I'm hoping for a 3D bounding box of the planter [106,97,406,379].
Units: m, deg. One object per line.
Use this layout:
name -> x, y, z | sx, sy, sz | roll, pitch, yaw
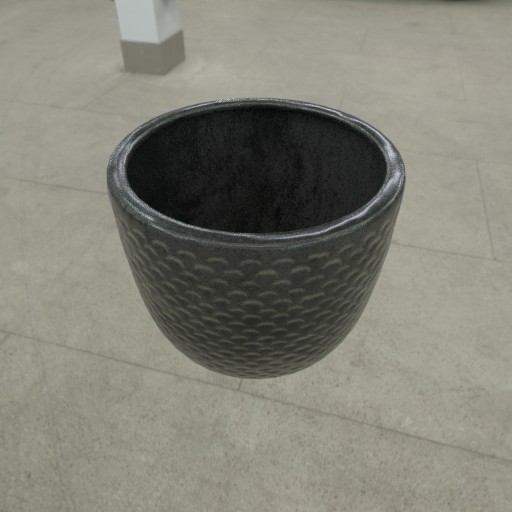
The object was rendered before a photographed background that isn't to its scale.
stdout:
planter -> 0.000, 0.000, 0.311 | 0.172, 0.160, 0.172 | 0, 41, 0
